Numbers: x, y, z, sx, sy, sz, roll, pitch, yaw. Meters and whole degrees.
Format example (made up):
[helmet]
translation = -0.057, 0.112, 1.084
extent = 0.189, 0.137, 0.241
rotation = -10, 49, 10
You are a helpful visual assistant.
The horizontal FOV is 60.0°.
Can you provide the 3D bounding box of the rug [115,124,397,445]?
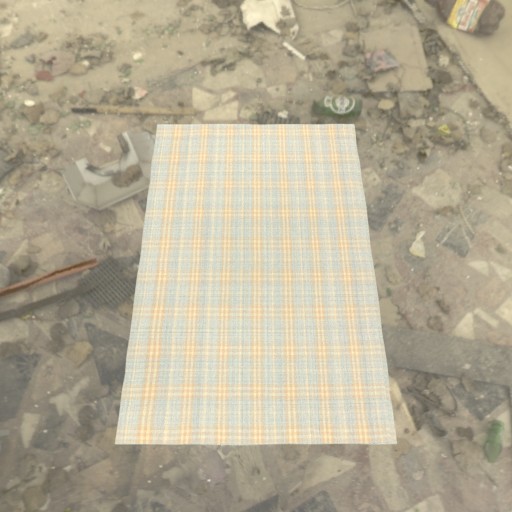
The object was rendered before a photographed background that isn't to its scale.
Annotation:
[rug]
translation = 0.000, 0.000, 2.329
extent = 1.231, 0.012, 1.835
rotation = 0, 63, 0
